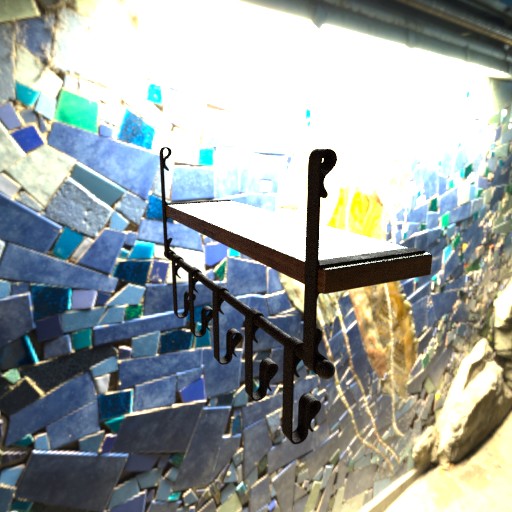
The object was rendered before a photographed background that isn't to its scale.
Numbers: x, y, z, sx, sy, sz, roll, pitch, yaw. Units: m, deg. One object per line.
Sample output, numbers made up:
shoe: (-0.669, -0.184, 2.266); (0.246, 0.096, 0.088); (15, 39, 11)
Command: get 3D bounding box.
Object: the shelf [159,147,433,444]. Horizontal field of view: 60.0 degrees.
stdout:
shelf: (0.000, 0.000, 0.693); (0.146, 0.330, 0.567); (-7, 16, -26)
